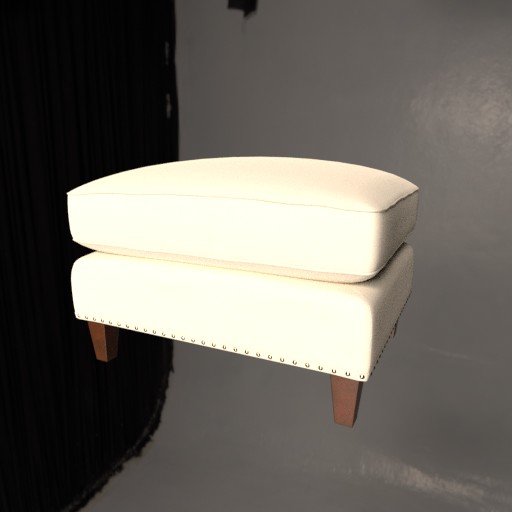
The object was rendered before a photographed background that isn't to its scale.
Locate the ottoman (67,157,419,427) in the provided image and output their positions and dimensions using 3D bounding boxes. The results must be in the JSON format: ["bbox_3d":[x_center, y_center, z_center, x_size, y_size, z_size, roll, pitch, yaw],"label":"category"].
[{"bbox_3d":[0.000,0.000,1.174,0.741,0.513,0.584,6,15,25],"label":"ottoman"}]
